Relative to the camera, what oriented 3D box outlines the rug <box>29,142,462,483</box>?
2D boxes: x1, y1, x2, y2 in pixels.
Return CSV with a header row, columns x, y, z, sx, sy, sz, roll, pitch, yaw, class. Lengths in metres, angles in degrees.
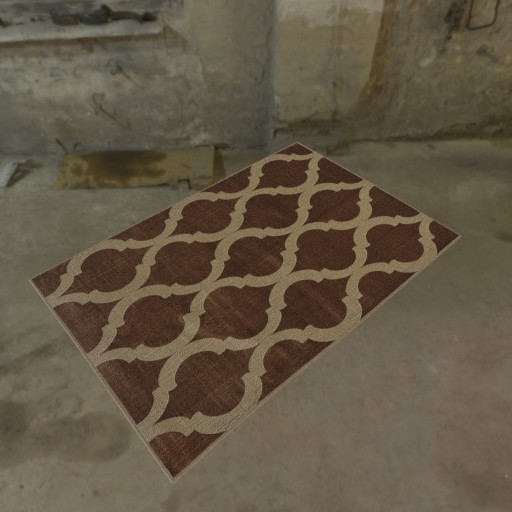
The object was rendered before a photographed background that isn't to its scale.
x,y,z,sx,sy,sz,roll,pitch,yaw,class
0.000,0.000,2.780,2.290,0.014,1.526,-33,54,-28,rug
